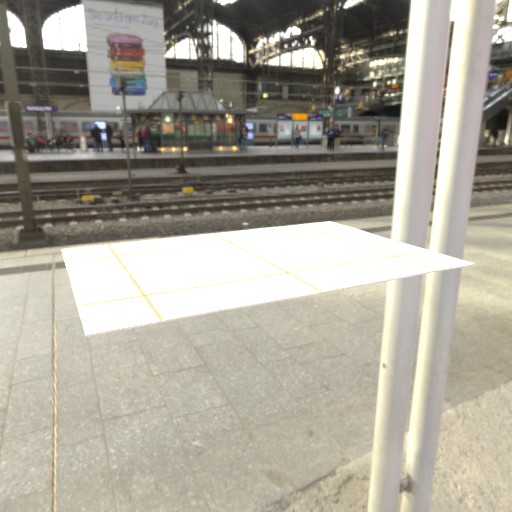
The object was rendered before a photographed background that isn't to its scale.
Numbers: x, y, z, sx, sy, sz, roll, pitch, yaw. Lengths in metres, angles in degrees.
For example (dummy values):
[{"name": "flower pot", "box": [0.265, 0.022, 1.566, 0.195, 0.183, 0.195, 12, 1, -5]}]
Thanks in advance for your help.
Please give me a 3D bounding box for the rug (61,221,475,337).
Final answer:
[{"name": "rug", "box": [0.000, 0.000, 2.341, 1.825, 0.015, 1.232, -8, 17, -25]}]
